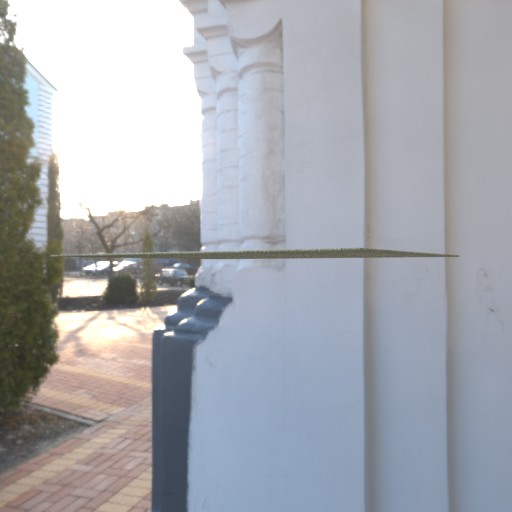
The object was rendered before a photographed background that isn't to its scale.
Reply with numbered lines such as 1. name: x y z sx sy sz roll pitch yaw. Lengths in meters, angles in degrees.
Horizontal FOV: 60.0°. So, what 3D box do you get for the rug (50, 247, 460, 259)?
1. rug: 0.000 0.000 4.339 3.198 0.016 2.425 -1 -1 36
